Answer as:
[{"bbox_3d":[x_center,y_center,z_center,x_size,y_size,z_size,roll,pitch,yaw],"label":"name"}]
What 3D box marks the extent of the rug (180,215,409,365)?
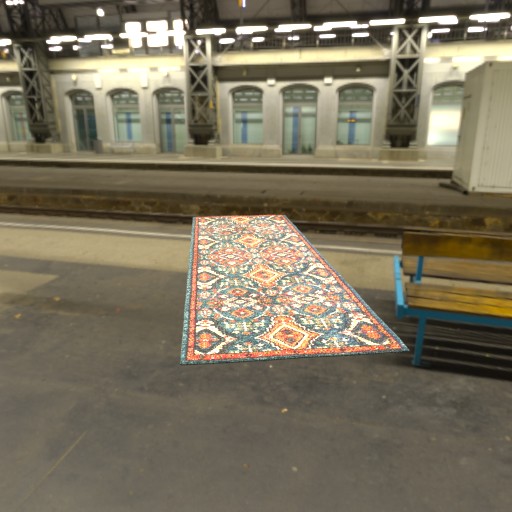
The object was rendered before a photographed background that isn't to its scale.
[{"bbox_3d":[0.000,0.000,2.674,0.801,0.010,2.459,-2,17,-6],"label":"rug"}]
